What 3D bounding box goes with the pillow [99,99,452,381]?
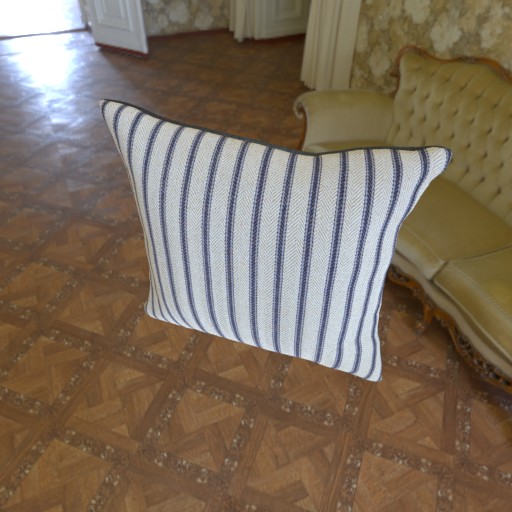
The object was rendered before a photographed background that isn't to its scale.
[{"bbox_3d":[0.000,0.000,0.694,0.468,0.444,0.138,13,43,14],"label":"pillow"}]
